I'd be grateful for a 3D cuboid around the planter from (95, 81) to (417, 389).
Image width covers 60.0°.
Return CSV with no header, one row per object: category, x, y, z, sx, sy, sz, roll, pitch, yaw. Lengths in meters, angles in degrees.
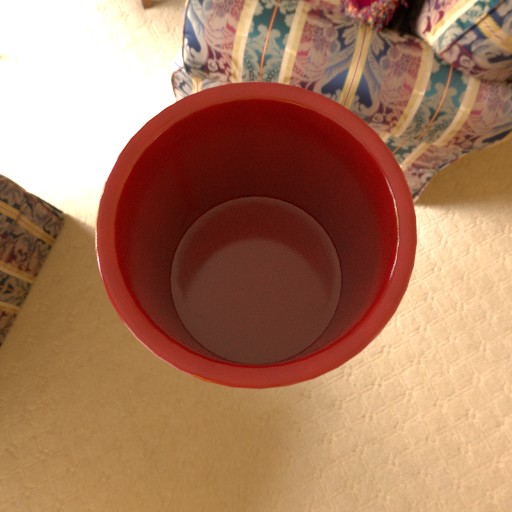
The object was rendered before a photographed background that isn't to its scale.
planter,0.000,0.000,0.410,0.230,0.202,0.230,0,75,0
